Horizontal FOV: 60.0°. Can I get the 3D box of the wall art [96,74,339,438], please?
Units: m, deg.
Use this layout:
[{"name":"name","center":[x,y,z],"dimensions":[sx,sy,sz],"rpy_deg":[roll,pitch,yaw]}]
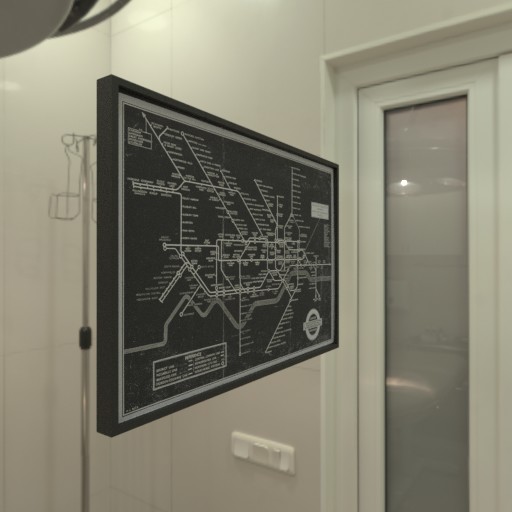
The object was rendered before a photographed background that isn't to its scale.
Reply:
[{"name":"wall art","center":[0.000,0.000,0.554],"dimensions":[0.021,0.301,0.443],"rpy_deg":[0,0,35]}]
